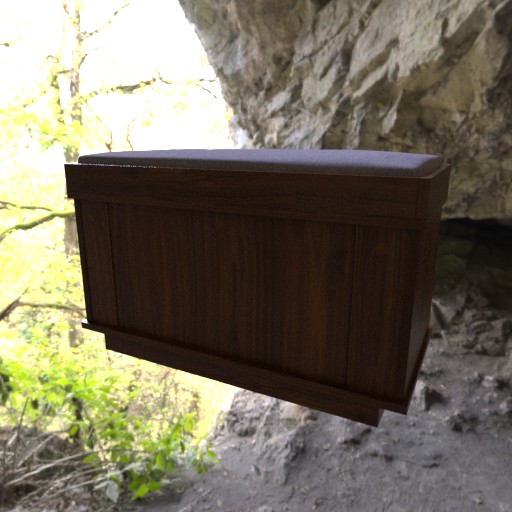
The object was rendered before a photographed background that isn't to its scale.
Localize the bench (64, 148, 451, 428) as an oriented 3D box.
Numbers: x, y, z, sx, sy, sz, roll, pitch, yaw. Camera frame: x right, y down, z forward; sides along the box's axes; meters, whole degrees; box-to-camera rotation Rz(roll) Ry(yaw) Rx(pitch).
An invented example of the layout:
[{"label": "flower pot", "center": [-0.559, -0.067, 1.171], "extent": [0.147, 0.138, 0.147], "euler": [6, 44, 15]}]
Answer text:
[{"label": "bench", "center": [0.000, 0.000, 0.987], "extent": [0.734, 0.461, 0.362], "euler": [8, 17, 26]}]
